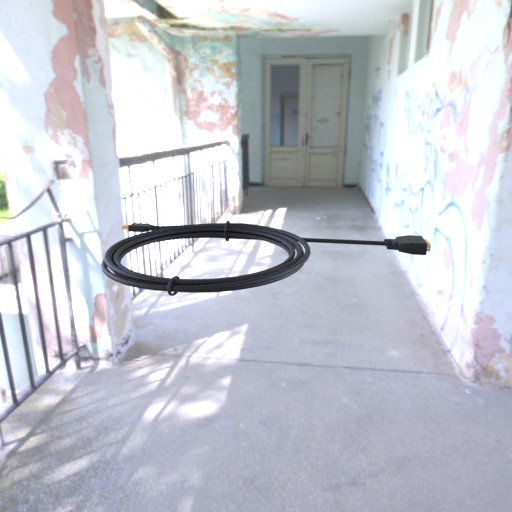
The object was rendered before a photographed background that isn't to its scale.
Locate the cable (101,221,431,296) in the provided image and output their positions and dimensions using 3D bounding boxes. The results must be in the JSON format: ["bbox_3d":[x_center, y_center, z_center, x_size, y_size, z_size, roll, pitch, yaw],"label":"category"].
[{"bbox_3d":[0.000,0.000,0.511,0.422,0.030,0.257,3,18,9],"label":"cable"}]
